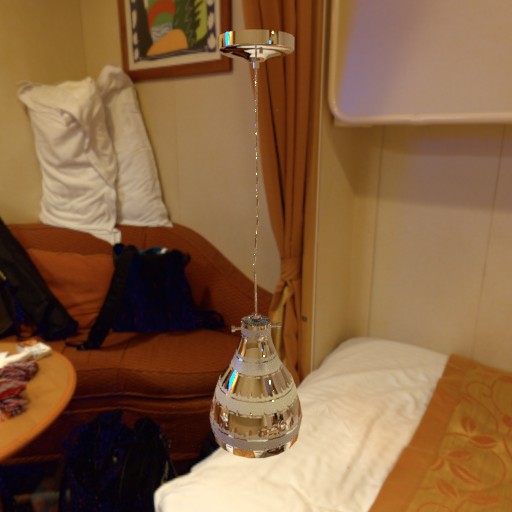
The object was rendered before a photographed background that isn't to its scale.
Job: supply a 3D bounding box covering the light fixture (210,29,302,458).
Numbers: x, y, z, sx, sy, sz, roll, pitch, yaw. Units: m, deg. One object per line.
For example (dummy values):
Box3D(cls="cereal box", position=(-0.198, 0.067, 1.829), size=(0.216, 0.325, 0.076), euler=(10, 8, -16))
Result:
Box3D(cls="light fixture", position=(0.000, 0.000, 1.623), size=(0.374, 1.457, 0.374), euler=(-3, 15, -10))
